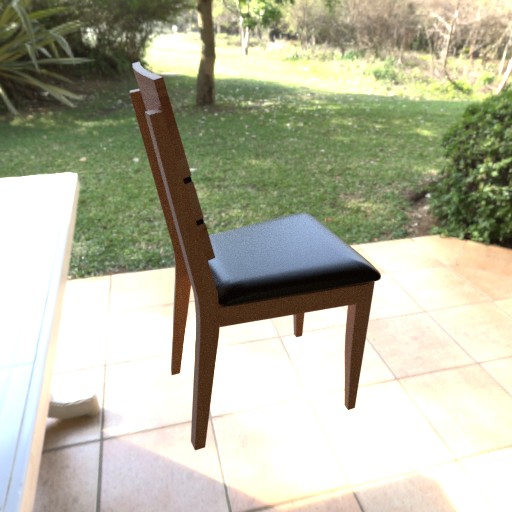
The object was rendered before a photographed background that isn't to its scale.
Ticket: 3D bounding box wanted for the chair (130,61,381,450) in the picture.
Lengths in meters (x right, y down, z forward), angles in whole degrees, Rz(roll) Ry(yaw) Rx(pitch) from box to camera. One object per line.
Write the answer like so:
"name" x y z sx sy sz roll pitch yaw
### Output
"chair" 0.000 0.000 1.179 0.520 0.940 0.410 -10 30 -18
